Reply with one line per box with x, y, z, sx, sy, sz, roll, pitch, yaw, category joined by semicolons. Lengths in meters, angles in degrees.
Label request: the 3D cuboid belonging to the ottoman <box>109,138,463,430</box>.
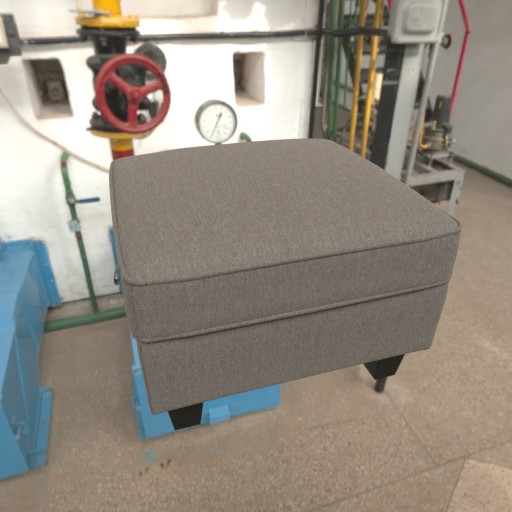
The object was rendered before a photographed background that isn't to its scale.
0.000;0.000;1.405;0.871;0.612;0.808;-9;32;-15;ottoman
